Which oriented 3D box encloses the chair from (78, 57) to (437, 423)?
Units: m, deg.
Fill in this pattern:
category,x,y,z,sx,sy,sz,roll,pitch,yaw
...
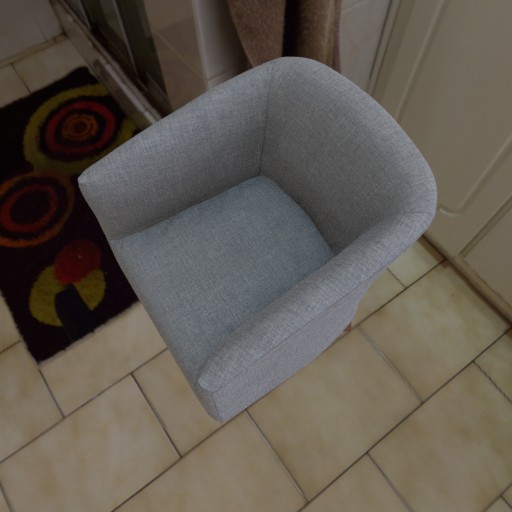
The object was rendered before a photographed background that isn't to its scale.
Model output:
category,x,y,z,sx,sy,sz,roll,pitch,yaw
chair,0.000,0.000,1.239,0.668,0.771,0.600,-31,68,-14
